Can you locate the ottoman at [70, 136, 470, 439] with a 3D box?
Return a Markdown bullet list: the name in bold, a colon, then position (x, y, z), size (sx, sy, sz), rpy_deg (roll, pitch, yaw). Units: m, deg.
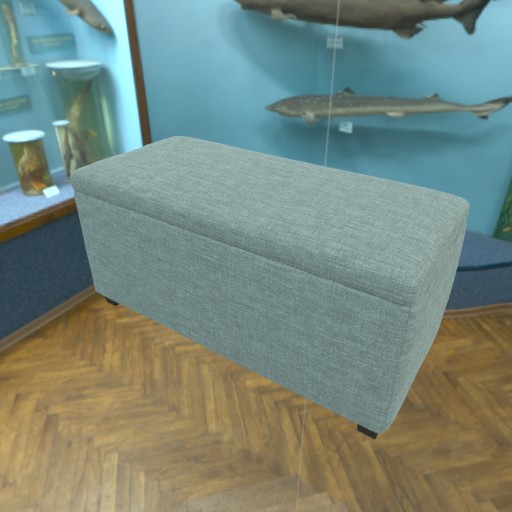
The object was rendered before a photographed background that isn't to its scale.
- **ottoman**: position (0.000, 0.000, 1.140), size (0.902, 0.432, 0.419), rpy_deg (19, 36, 29)
